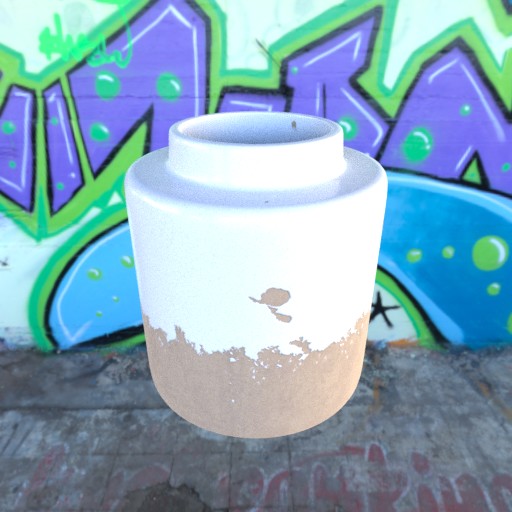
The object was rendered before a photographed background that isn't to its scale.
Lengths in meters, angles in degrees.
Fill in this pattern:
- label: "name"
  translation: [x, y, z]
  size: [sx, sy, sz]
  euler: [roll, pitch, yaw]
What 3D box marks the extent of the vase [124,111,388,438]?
- label: "vase"
  translation: [0.000, 0.000, 0.290]
  size: [0.153, 0.167, 0.153]
  euler: [0, 28, 0]
